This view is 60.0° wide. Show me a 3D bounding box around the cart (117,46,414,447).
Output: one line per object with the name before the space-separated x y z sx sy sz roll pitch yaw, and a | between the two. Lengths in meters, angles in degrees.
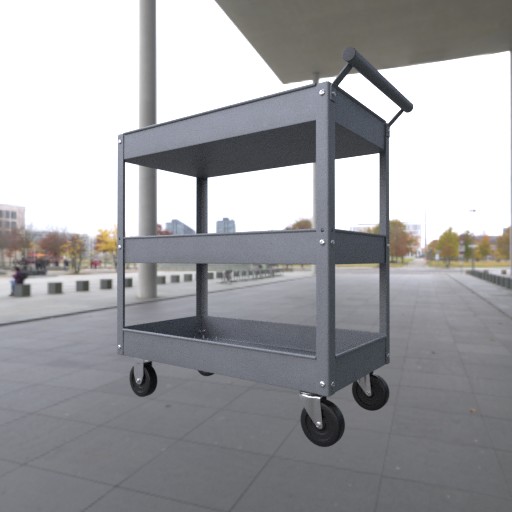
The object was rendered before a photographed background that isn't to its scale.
cart | 0.000 0.000 1.178 0.719 0.780 0.366 0 0 36
